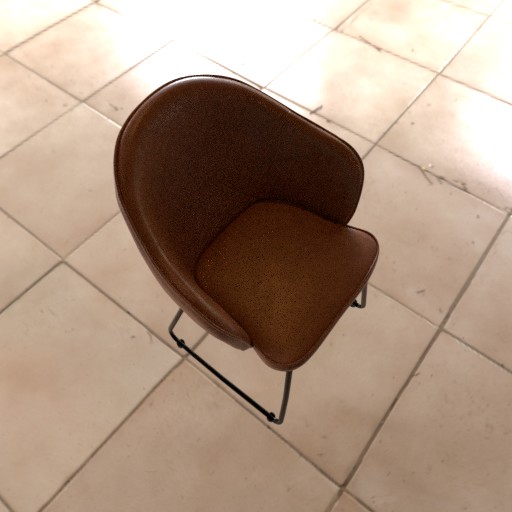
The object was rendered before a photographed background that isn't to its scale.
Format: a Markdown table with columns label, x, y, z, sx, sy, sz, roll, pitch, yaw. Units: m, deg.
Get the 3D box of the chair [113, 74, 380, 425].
| label | x | y | z | sx | sy | sz | roll | pitch | yaw |
| --- | --- | --- | --- | --- | --- | --- | --- | --- | --- |
| chair | 0.000 | 0.000 | 1.205 | 0.580 | 0.785 | 0.582 | 33 | 64 | 18 |
